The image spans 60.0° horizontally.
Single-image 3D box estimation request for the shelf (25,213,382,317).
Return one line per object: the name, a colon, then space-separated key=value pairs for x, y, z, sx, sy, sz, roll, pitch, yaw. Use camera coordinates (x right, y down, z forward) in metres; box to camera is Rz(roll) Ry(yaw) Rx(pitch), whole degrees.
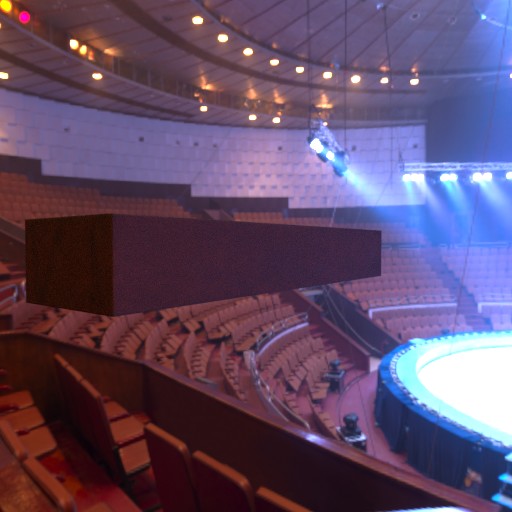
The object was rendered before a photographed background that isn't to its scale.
shelf: x=0.000 y=0.000 z=0.664 sx=0.152 sy=0.088 sz=0.607 roll=1 pitch=2 yaw=37
